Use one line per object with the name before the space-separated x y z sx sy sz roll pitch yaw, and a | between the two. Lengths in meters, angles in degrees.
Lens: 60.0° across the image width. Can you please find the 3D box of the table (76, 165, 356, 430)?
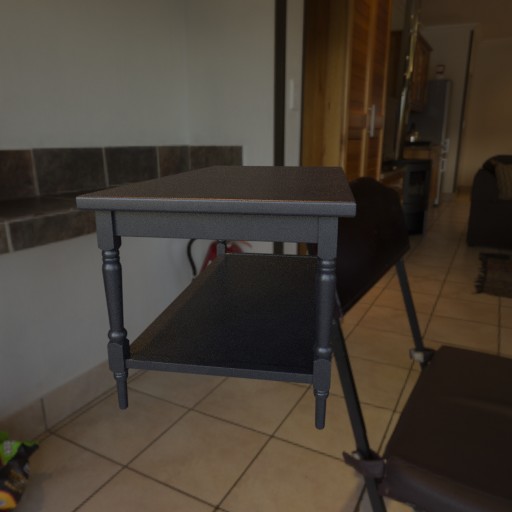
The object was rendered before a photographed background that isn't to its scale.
table | 0.000 0.000 1.434 0.550 0.510 1.107 2 15 9
